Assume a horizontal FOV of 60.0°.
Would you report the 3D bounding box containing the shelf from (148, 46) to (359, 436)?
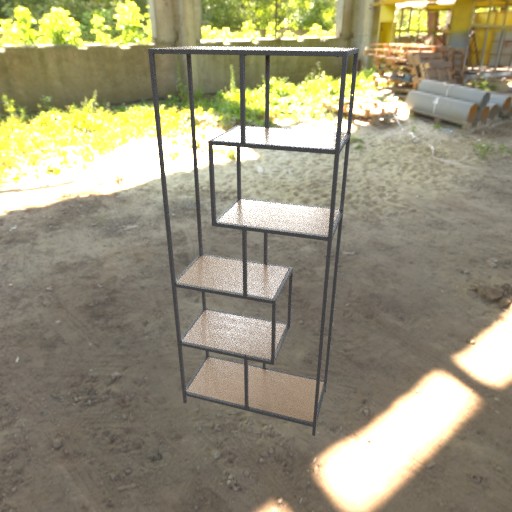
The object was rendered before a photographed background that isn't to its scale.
[{"bbox_3d":[0.000,0.000,2.180,0.770,1.850,0.350,8,28,16],"label":"shelf"}]
